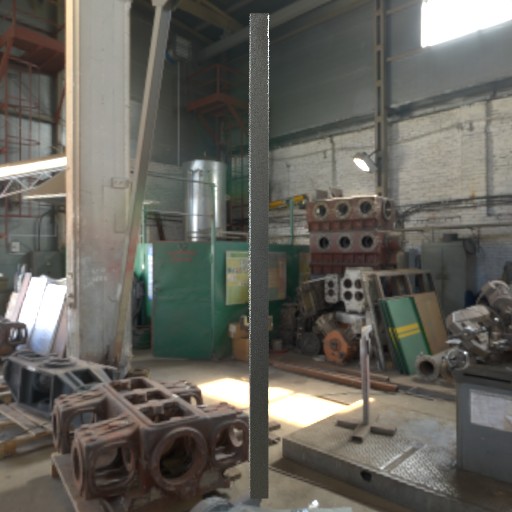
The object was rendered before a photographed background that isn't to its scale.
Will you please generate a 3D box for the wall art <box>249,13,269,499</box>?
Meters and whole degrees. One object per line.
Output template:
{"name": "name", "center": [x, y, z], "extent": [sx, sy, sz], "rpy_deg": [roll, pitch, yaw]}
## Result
{"name": "wall art", "center": [0.000, 0.000, 1.372], "extent": [0.041, 1.062, 0.803], "rpy_deg": [0, 0, -1]}
